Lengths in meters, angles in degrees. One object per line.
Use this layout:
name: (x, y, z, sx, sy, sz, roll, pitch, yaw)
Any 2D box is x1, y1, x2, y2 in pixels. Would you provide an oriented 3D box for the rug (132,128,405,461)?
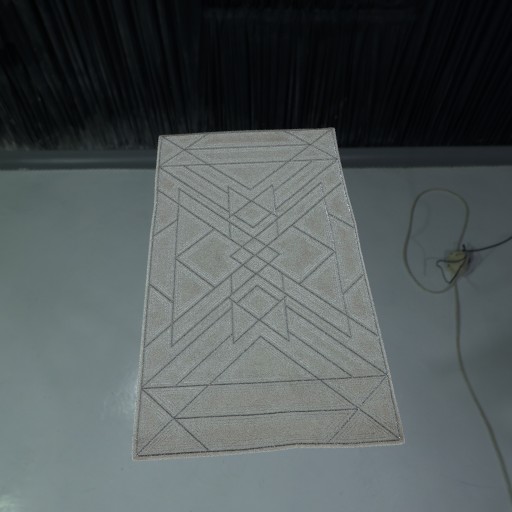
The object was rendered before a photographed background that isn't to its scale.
rug: (0.000, 0.000, 1.057, 0.511, 0.008, 0.869, -3, 57, -2)
